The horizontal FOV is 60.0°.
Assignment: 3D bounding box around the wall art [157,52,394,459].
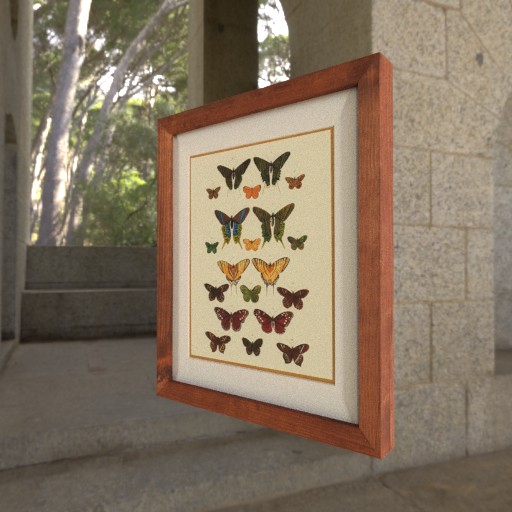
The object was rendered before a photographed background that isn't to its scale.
[{"bbox_3d":[0.000,0.000,0.619,0.377,0.449,0.039,-1,-1,38],"label":"wall art"}]
